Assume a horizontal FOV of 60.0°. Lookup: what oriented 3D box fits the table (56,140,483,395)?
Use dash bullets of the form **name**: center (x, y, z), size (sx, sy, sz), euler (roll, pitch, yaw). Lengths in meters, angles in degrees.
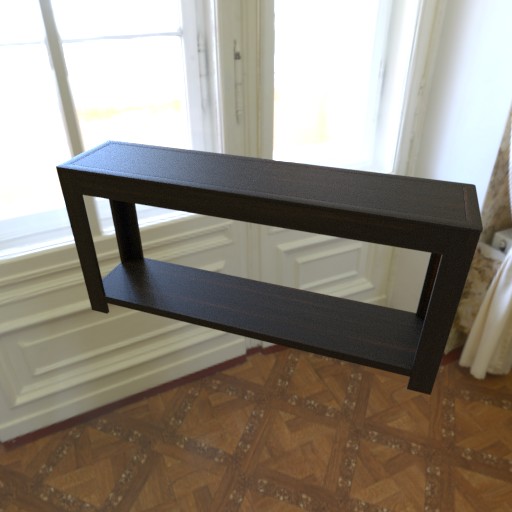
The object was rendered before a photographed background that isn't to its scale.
- **table**: center (0.000, 0.000, 1.961), size (1.631, 0.762, 0.384), euler (11, 34, 16)
